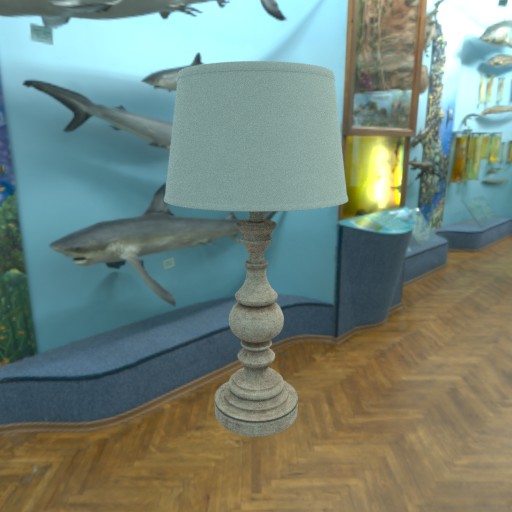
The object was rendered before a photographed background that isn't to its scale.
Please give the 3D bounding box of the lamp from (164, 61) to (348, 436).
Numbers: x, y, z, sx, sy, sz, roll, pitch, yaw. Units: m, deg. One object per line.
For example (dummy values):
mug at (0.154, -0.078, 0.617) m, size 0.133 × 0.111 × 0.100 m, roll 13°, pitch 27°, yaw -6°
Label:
lamp at (0.000, 0.000, 0.860) m, size 0.340 × 0.678 × 0.340 m, roll 0°, pitch 14°, yaw 0°
